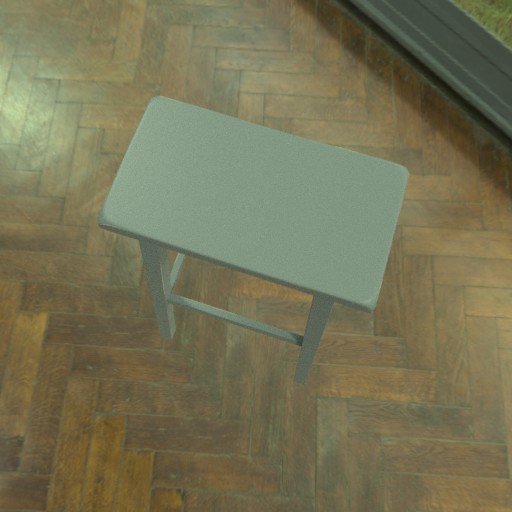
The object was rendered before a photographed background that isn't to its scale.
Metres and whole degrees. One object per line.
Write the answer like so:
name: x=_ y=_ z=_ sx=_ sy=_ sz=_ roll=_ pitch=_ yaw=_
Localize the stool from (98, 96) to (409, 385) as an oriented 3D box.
stool: x=0.000 y=0.000 z=1.047 sx=0.457 sy=0.737 sz=0.476 roll=17 pitch=75 yaw=5
